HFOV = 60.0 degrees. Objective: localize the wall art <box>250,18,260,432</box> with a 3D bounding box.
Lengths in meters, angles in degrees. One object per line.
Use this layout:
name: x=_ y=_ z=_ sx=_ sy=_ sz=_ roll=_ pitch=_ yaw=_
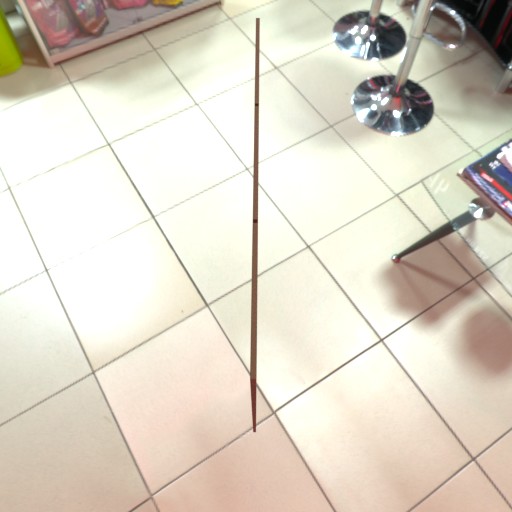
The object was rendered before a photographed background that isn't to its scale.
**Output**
wall art: x=0.000 y=0.000 z=2.236 sx=0.017 sy=1.521 sz=1.527 roll=1 pitch=63 yaw=0
